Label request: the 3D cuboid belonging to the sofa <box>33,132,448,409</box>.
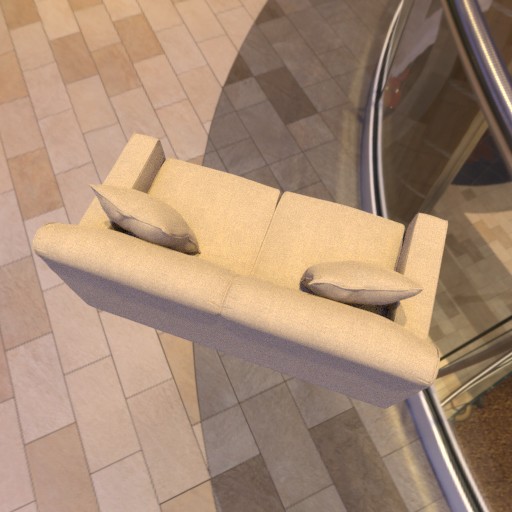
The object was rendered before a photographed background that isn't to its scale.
[{"bbox_3d":[0.000,0.000,2.425,1.846,0.958,0.998,17,65,8],"label":"sofa"}]
